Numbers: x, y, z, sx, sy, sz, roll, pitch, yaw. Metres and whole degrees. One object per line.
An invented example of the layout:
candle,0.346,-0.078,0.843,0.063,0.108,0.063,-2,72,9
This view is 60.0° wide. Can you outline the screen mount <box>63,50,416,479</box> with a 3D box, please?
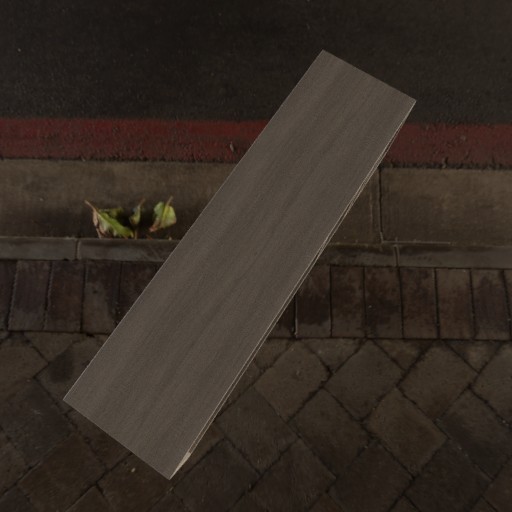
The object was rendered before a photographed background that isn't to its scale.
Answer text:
screen mount,0.000,0.000,1.710,0.401,0.509,1.500,33,77,9
